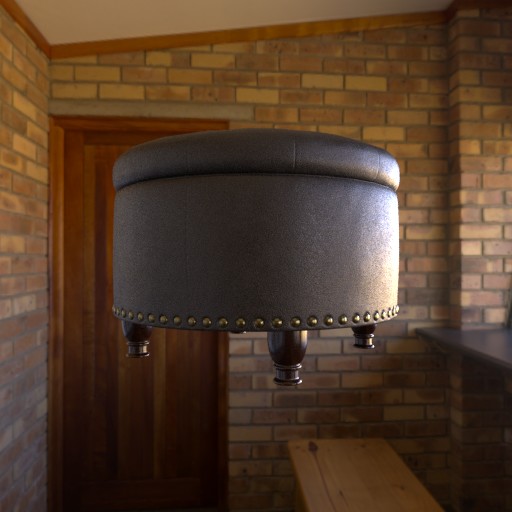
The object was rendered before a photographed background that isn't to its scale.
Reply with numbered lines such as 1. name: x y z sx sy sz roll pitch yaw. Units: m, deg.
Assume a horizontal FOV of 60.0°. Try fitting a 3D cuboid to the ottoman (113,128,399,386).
1. ottoman: 0.000 0.000 1.033 0.637 0.442 0.637 0 0 0
